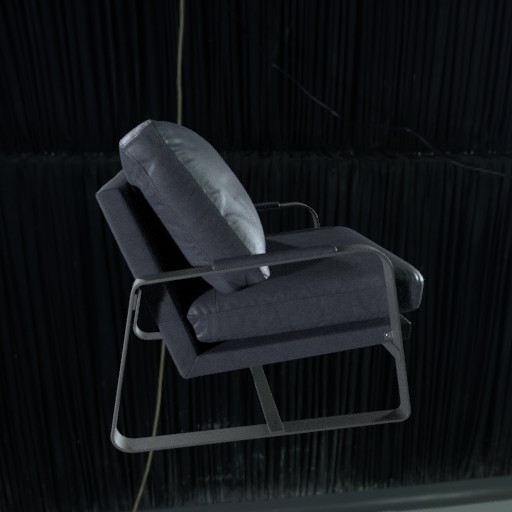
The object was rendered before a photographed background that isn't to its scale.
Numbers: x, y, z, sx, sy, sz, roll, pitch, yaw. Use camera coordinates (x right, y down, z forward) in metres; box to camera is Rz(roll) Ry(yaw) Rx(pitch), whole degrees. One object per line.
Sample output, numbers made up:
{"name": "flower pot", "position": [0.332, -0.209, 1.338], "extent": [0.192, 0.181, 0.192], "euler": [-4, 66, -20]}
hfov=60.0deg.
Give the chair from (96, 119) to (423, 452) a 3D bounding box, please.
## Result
{"name": "chair", "position": [0.000, 0.000, 1.434], "extent": [0.878, 0.839, 0.692], "euler": [-3, 17, -9]}
